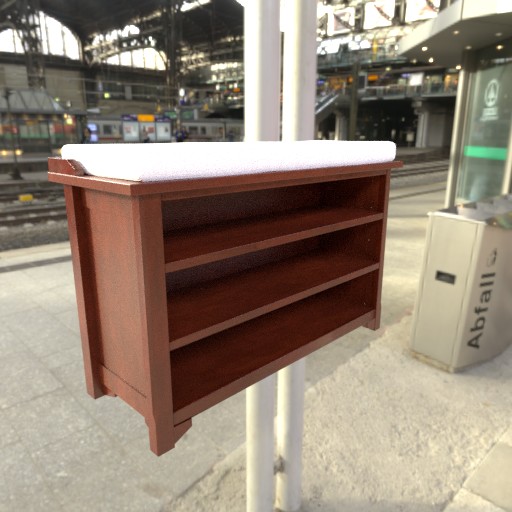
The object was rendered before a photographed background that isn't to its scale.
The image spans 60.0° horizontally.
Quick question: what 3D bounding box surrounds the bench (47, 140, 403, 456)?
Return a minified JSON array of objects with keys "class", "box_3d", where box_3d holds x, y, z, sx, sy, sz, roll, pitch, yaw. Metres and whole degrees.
[{"class":"bench","box_3d":[0.000,0.000,1.300,0.369,0.646,0.987,15,21,43]}]
